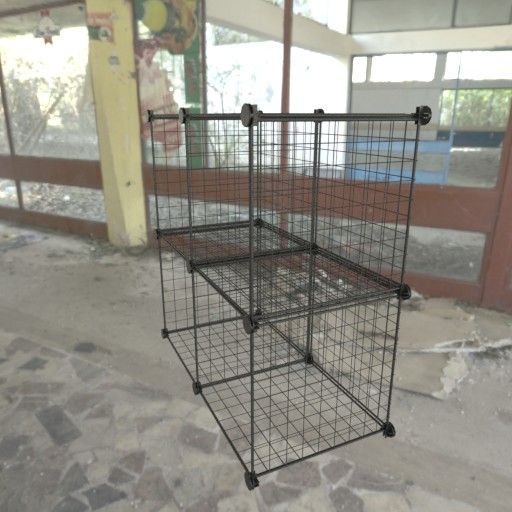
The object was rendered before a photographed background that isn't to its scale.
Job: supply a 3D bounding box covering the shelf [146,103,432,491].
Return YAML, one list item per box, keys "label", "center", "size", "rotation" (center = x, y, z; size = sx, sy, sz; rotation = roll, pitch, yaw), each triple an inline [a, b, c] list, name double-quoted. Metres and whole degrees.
- label: "shelf"
  center: [0.000, 0.000, 1.123]
  size: [0.356, 0.711, 0.711]
  rotation: [-8, 19, -24]
